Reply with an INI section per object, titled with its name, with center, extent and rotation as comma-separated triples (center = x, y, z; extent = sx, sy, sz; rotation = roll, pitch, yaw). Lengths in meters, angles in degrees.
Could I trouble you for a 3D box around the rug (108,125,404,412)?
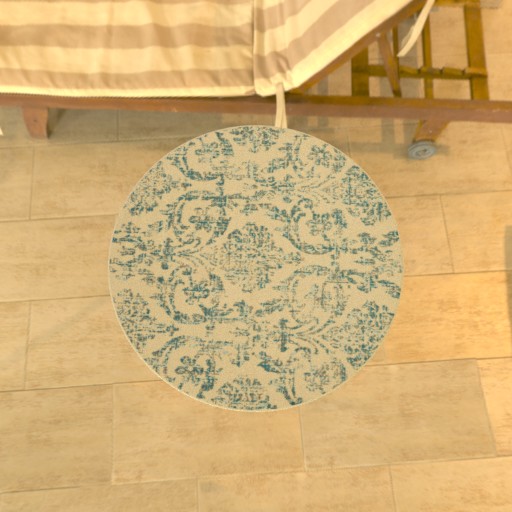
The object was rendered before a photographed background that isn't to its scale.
[rug]
center = 0.000, 0.000, 2.394
extent = 1.593, 0.012, 1.593
rotation = 0, 75, 0
